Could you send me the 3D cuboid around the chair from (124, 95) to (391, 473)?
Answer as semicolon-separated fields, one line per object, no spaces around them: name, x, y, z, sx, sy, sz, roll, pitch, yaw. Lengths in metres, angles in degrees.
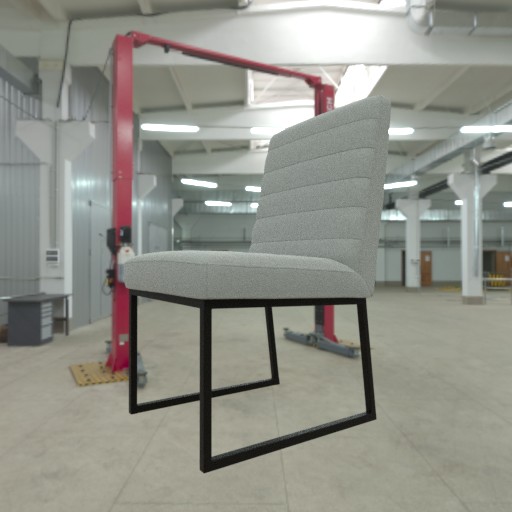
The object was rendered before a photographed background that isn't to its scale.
chair;0.000;0.000;1.304;0.634;0.930;0.520;0;-1;-35
